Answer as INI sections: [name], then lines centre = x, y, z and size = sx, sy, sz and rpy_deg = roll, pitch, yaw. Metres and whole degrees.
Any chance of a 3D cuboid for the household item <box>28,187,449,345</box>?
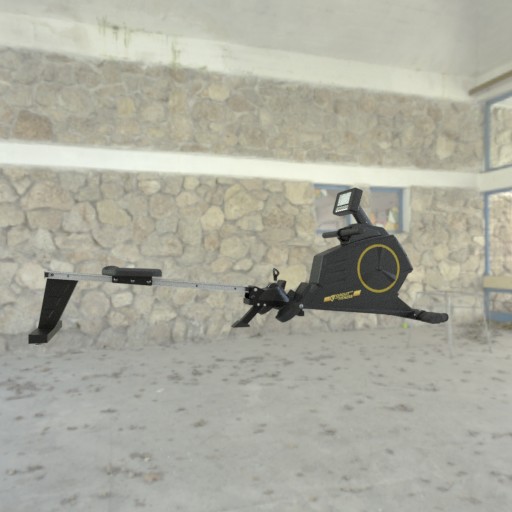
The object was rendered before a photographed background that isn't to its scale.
[household item]
centre = 0.000, 0.000, 2.531
size = 2.251, 0.810, 0.521
rpy_deg = 0, -1, -17
